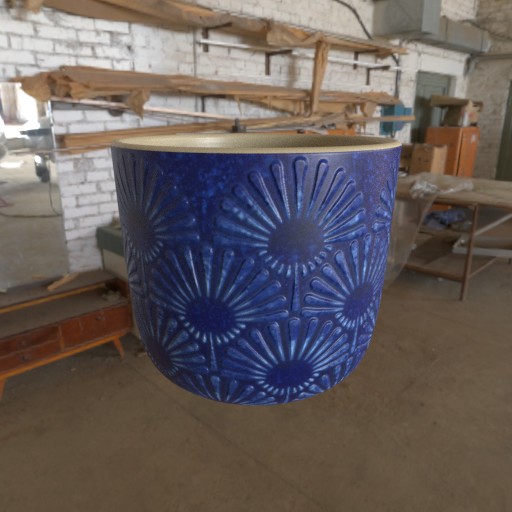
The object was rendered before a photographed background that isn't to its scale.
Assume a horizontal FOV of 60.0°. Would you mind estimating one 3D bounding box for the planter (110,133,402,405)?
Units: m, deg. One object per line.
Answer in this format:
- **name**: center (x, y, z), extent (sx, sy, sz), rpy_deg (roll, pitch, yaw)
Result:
- **planter**: center (0.000, 0.000, 0.213), extent (0.124, 0.109, 0.124), rpy_deg (0, 18, 0)
